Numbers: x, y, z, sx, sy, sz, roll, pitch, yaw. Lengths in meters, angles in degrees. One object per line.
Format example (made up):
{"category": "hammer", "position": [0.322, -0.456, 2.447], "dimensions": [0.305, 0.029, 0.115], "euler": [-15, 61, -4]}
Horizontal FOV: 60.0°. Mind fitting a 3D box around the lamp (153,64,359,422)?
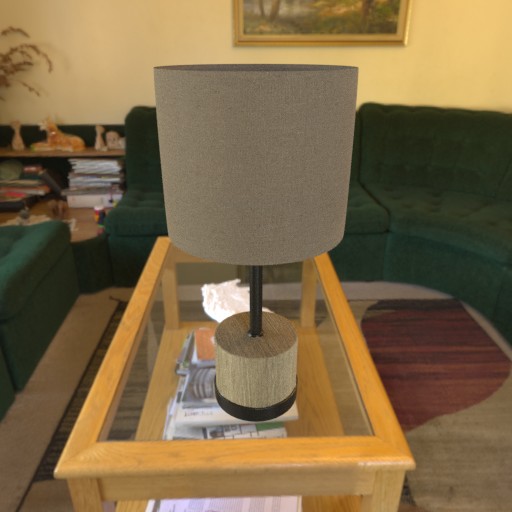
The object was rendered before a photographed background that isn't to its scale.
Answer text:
{"category": "lamp", "position": [0.000, 0.000, 0.598], "dimensions": [0.229, 0.470, 0.229], "euler": [-8, 26, -17]}
